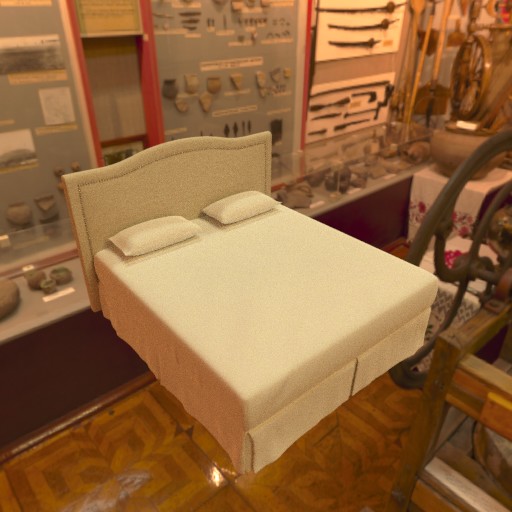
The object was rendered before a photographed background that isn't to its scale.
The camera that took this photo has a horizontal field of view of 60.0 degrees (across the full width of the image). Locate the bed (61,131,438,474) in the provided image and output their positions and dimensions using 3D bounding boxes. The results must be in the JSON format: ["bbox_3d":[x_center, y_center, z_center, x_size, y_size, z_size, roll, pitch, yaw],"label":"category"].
[{"bbox_3d":[0.000,0.000,3.527,2.083,1.421,2.182,-22,37,-34],"label":"bed"}]
